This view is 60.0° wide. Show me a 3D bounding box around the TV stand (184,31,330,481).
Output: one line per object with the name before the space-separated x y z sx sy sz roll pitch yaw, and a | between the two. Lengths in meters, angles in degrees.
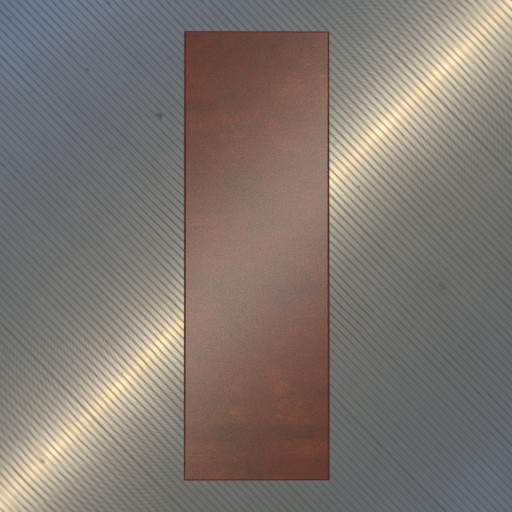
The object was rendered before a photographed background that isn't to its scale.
TV stand | 0.000 0.000 1.804 0.445 0.915 1.372 0 90 0
